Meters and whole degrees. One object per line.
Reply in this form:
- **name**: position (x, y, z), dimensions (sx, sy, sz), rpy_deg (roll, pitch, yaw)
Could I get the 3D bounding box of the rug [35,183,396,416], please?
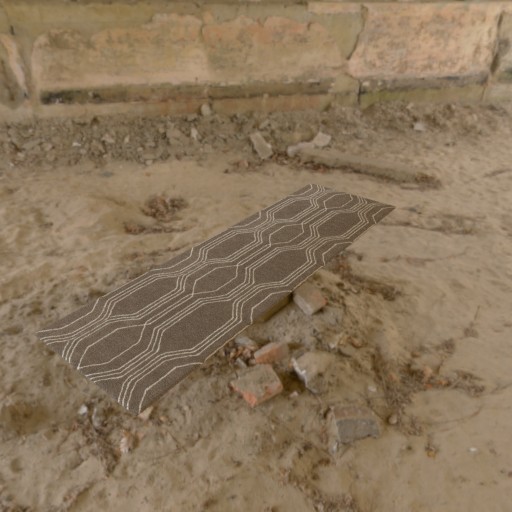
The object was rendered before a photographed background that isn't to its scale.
- **rug**: position (0.000, 0.000, 2.750), dimensions (0.773, 0.012, 2.464), rpy_deg (22, 37, 32)
